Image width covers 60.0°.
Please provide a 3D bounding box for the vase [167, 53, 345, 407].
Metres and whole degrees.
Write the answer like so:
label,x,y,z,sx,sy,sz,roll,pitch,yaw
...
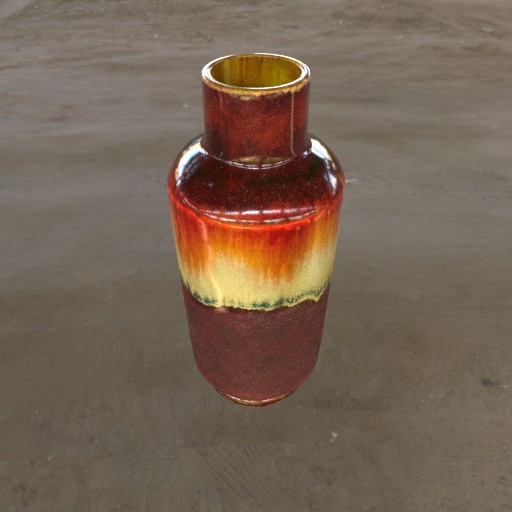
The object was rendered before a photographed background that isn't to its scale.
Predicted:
label,x,y,z,sx,sy,sz,roll,pitch,yaw
vase,0.000,0.000,0.319,0.111,0.261,0.111,0,42,0
